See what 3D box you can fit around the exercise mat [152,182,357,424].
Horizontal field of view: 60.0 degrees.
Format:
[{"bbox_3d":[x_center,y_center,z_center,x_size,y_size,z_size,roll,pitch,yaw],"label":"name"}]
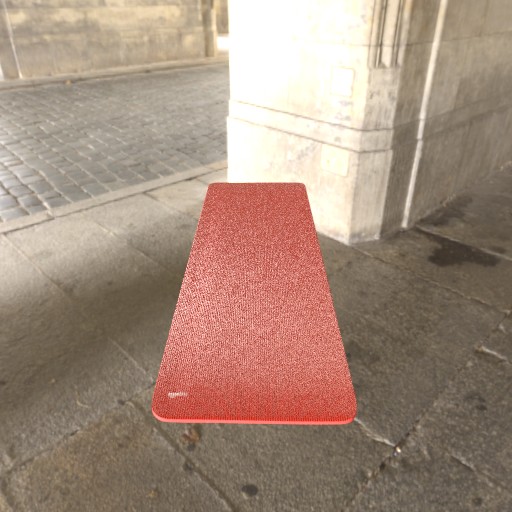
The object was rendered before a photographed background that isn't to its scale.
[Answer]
[{"bbox_3d":[0.000,0.000,2.079,0.616,0.021,1.869,0,31,0],"label":"exercise mat"}]
